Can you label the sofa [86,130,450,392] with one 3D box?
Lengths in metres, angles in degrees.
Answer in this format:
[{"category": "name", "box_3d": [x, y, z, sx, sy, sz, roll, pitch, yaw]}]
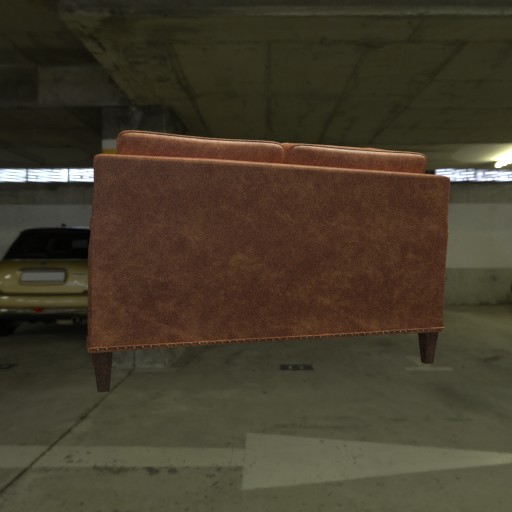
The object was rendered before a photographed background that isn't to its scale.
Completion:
[{"category": "sofa", "box_3d": [0.000, 0.000, 2.260, 1.597, 1.003, 1.084, 0, 0, -17]}]
